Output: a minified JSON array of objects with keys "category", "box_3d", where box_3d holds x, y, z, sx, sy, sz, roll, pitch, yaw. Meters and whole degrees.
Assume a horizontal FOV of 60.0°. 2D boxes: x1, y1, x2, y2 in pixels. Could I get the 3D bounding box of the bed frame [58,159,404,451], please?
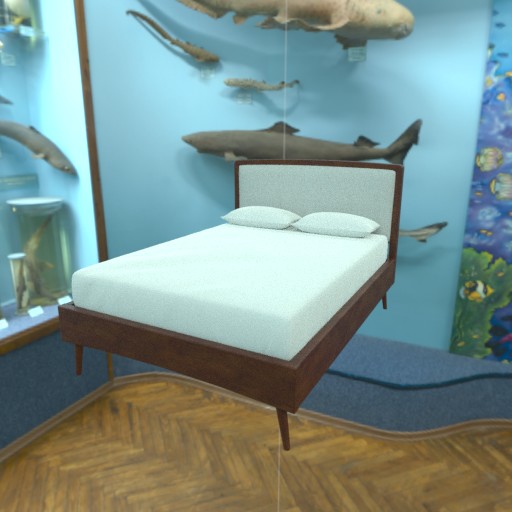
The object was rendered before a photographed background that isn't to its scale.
[{"category":"bed frame","box_3d":[0.000,0.000,3.228,1.587,1.279,2.171,8,17,28]}]
